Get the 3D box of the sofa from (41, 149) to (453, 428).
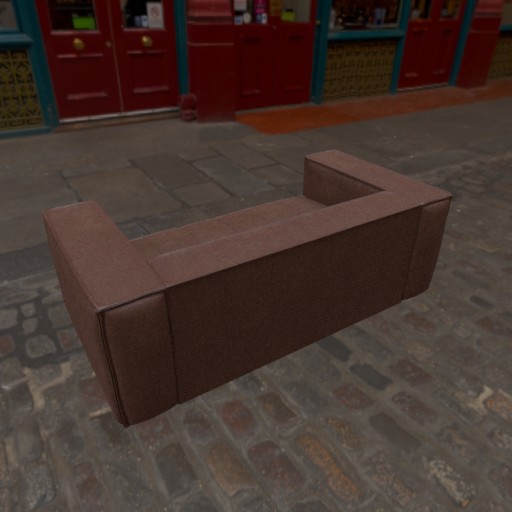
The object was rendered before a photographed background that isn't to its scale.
[{"bbox_3d":[0.000,0.000,2.610,2.088,0.703,1.102,-18,35,-28],"label":"sofa"}]
